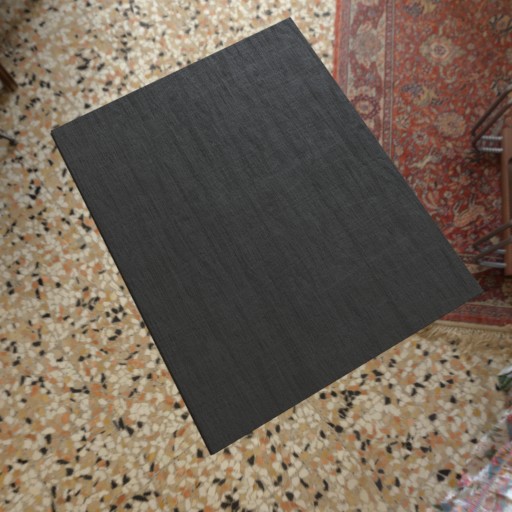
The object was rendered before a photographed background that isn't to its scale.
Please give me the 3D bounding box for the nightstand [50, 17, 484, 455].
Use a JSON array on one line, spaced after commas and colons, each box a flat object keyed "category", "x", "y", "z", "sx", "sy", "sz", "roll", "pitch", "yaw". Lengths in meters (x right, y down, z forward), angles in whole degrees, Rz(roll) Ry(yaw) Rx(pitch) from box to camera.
[{"category": "nightstand", "x": 0.000, "y": 0.000, "z": 0.738, "sx": 0.347, "sy": 0.448, "sz": 0.427, "roll": -29, "pitch": 77, "yaw": -7}]
